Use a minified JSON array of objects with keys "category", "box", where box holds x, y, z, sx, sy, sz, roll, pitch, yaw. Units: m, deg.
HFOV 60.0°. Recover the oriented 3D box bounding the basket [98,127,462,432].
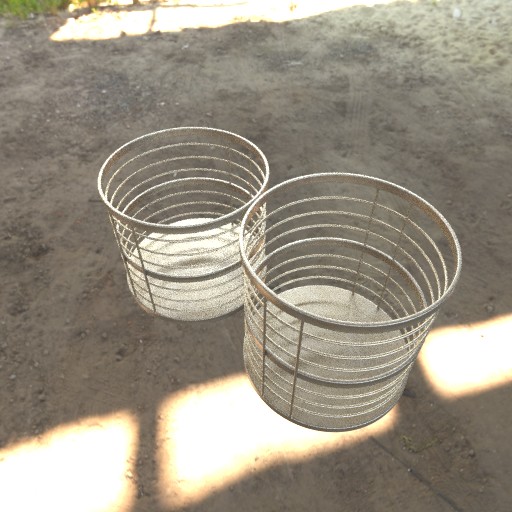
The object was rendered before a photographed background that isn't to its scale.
[{"category":"basket","box":[0.000,0.000,0.936,0.746,0.351,0.356,31,53,27]}]
